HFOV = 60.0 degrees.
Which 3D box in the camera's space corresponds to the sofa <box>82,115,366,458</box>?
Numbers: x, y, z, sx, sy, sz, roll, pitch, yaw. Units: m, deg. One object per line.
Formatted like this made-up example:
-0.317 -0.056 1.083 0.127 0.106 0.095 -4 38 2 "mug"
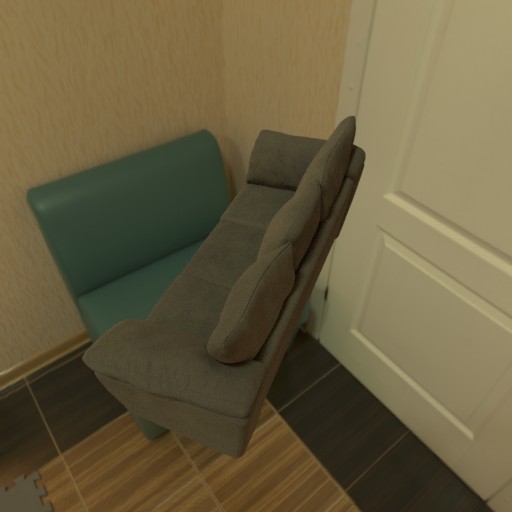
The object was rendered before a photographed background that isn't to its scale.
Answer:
0.000 0.000 2.893 0.878 1.073 2.336 17 47 16 "sofa"
